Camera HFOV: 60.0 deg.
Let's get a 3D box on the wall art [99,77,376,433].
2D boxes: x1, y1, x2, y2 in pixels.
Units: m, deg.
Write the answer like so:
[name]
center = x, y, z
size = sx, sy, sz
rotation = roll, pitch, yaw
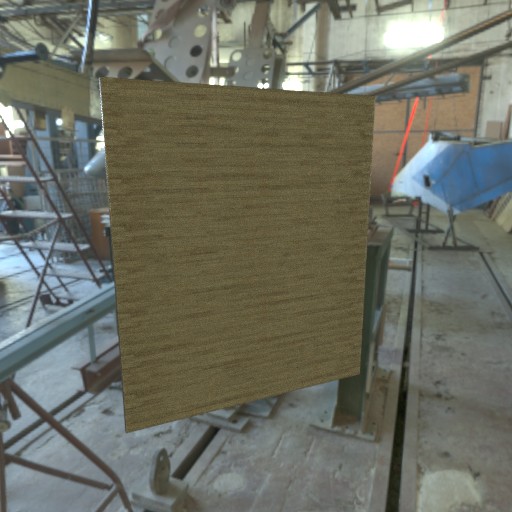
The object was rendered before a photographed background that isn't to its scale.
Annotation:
[wall art]
center = 0.000, 0.000, 0.780
size = 0.483, 0.559, 0.009
rotation = -6, 14, -24
